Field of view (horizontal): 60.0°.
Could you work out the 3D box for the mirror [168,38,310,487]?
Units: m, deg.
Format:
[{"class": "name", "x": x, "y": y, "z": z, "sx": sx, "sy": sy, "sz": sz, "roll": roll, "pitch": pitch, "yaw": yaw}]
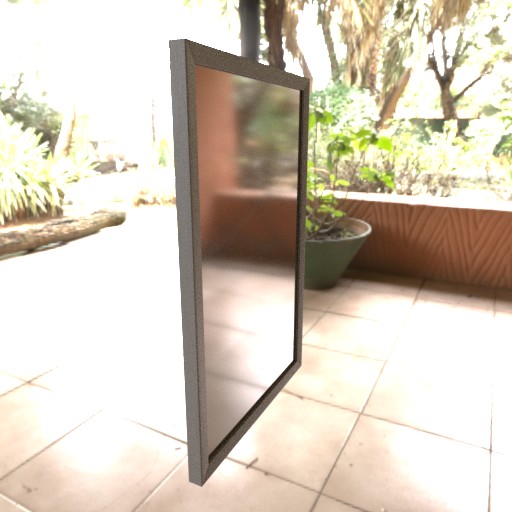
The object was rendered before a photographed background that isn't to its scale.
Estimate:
[{"class": "mirror", "x": 0.000, "y": 0.000, "z": 1.139, "sx": 0.040, "sy": 0.915, "sz": 0.609, "roll": 7, "pitch": 17, "yaw": 26}]
